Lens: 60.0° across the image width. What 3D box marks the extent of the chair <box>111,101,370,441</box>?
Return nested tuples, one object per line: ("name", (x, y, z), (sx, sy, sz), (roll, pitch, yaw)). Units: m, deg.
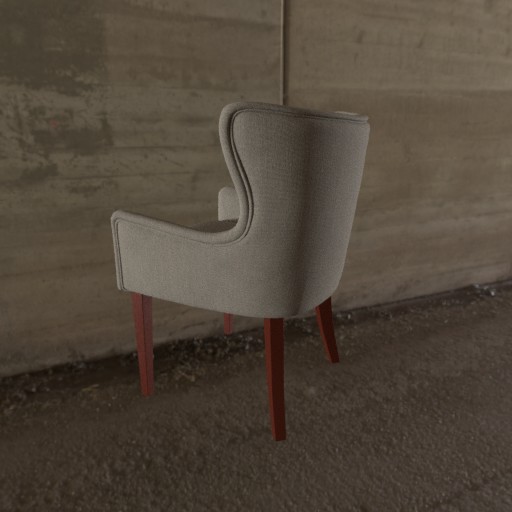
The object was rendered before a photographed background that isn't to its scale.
("chair", (0.000, 0.000, 1.493), (0.677, 0.948, 0.732), (9, 18, 27))
